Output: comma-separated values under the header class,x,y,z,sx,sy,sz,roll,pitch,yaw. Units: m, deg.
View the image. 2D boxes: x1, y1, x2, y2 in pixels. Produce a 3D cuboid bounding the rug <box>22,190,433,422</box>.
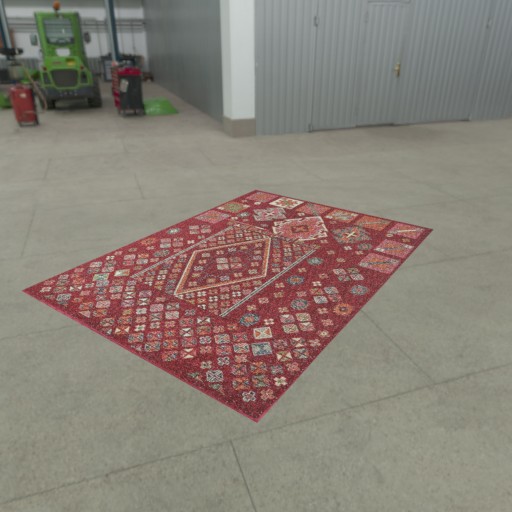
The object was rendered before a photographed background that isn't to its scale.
class,x,y,z,sx,sy,sz,roll,pitch,yaw
rug,0.000,0.000,2.797,1.579,0.007,2.184,18,31,32
